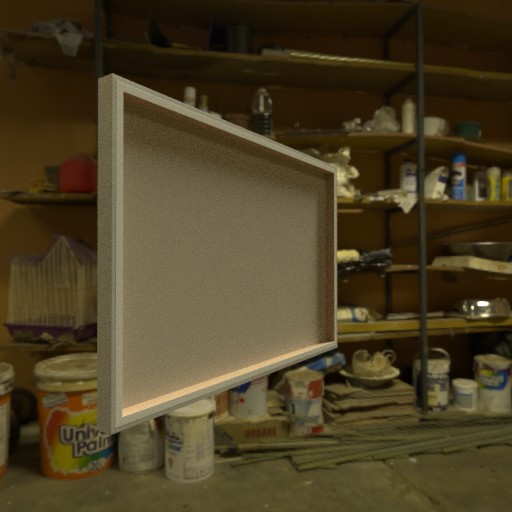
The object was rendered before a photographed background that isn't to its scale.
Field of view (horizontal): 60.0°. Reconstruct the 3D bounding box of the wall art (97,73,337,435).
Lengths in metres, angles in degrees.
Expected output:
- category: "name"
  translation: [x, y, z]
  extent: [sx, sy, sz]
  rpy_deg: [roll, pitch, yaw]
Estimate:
- category: "wall art"
  translation: [0.000, 0.000, 1.136]
  extent: [0.038, 0.610, 0.915]
  rpy_deg: [0, -1, 35]
